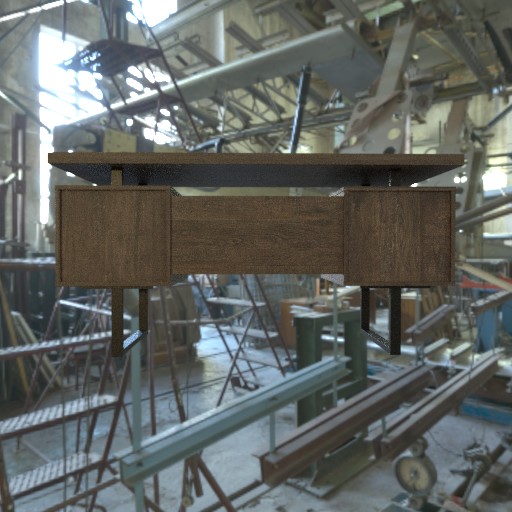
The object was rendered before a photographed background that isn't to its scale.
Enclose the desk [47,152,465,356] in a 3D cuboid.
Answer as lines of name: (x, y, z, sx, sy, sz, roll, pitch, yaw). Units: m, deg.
desk: (0.000, 0.000, 1.921, 1.524, 0.760, 0.600, 0, 1, -1)
